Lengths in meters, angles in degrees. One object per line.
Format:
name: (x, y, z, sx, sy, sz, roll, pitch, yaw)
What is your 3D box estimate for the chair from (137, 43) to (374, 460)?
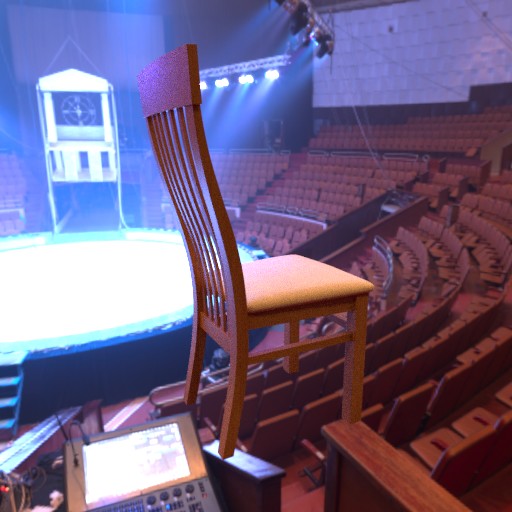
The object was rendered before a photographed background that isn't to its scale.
chair: (0.000, 0.000, 1.346, 0.580, 1.050, 0.450, -7, 15, -27)
